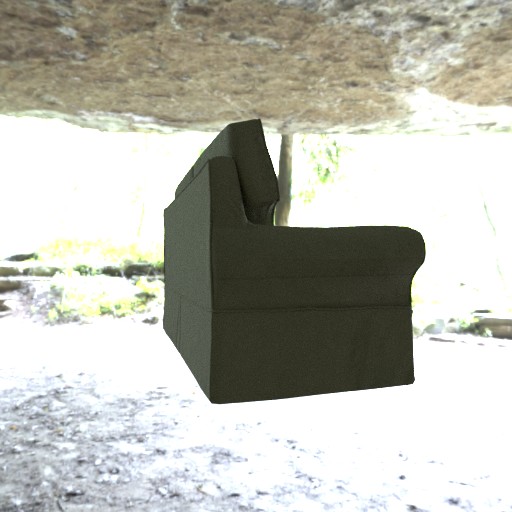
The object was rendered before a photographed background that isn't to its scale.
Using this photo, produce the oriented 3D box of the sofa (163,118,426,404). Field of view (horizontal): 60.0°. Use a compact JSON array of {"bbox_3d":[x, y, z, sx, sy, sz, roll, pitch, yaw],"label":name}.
[{"bbox_3d":[0.000,0.000,2.403,0.841,1.024,1.823,0,-1,-17],"label":"sofa"}]
